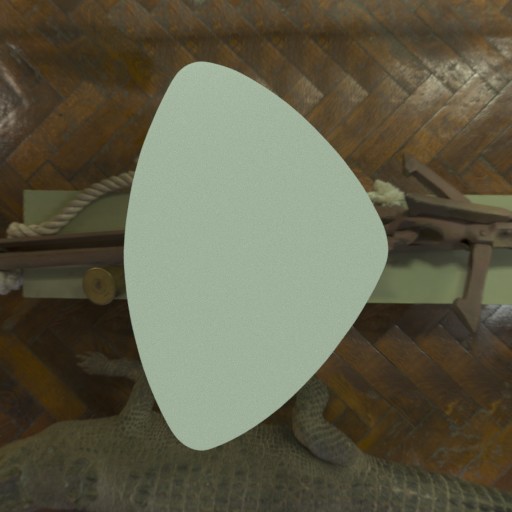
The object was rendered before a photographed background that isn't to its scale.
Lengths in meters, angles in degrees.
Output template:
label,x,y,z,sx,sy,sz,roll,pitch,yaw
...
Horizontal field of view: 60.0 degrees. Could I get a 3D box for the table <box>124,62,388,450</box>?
label,x,y,z,sx,sy,sz,roll,pitch,yaw
table,0.000,0.000,1.645,0.850,0.440,1.250,0,90,0
